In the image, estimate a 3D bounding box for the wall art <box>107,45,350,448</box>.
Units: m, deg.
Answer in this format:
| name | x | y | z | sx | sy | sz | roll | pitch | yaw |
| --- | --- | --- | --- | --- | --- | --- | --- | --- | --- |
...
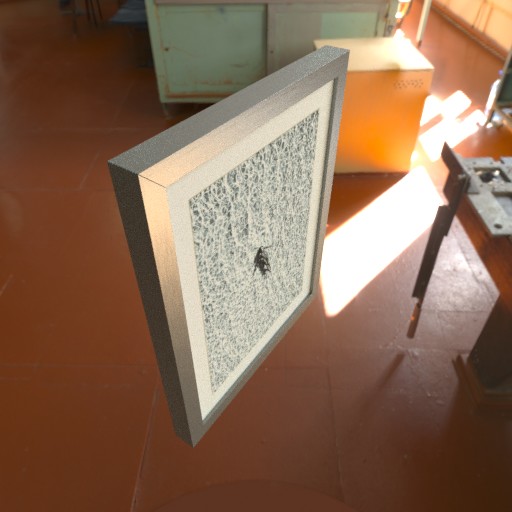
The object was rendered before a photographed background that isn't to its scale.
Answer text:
| name | x | y | z | sx | sy | sz | roll | pitch | yaw |
| --- | --- | --- | --- | --- | --- | --- | --- | --- | --- |
| wall art | 0.000 | 0.000 | 0.510 | 0.030 | 0.379 | 0.308 | 25 | 47 | 25 |
